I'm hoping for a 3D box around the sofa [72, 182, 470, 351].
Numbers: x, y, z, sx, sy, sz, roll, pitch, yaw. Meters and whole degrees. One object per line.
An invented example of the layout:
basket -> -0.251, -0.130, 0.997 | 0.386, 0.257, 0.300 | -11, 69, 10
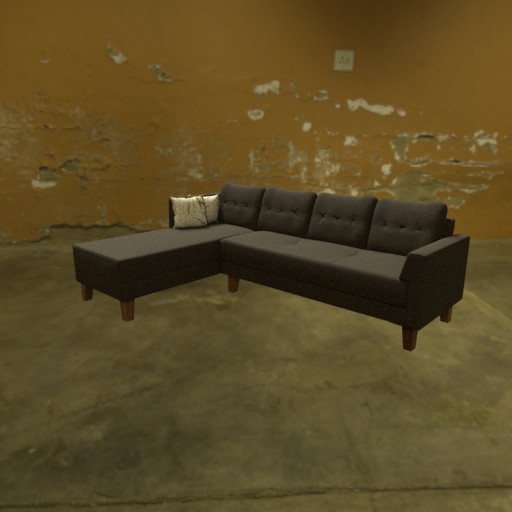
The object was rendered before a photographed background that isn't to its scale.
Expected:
sofa -> 0.000, 0.000, 3.588 | 2.679, 0.932, 1.829 | 13, 20, 41
